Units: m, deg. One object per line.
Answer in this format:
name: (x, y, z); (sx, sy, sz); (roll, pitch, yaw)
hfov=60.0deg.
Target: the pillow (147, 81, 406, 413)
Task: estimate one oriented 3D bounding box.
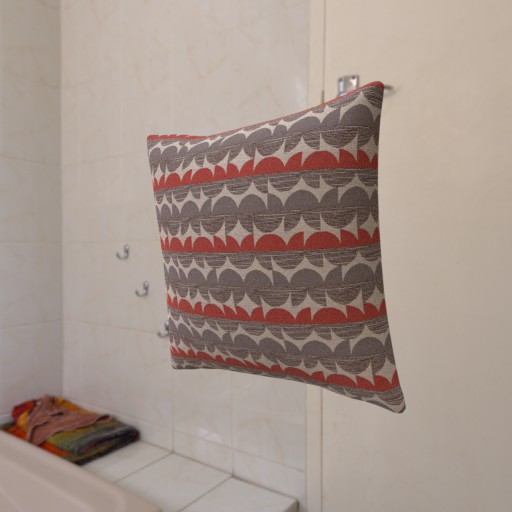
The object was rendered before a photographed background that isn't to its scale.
pillow: (0.000, 0.000, 0.654); (0.420, 0.410, 0.180); (0, 0, 37)
